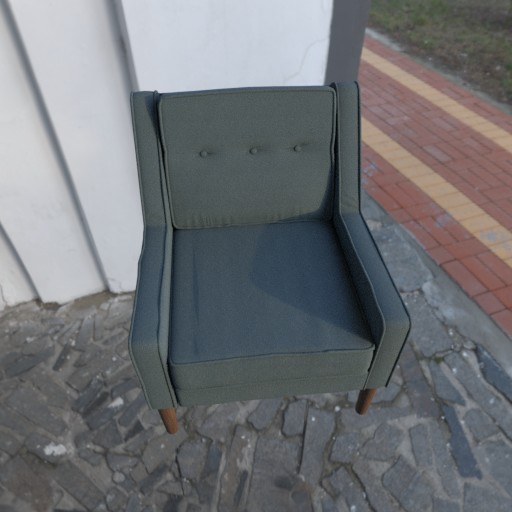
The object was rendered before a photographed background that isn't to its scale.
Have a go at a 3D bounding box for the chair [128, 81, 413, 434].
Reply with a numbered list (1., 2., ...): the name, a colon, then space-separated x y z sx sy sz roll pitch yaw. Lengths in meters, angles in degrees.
1. chair: 0.000 0.000 1.298 0.663 0.780 0.733 -4 46 -4
